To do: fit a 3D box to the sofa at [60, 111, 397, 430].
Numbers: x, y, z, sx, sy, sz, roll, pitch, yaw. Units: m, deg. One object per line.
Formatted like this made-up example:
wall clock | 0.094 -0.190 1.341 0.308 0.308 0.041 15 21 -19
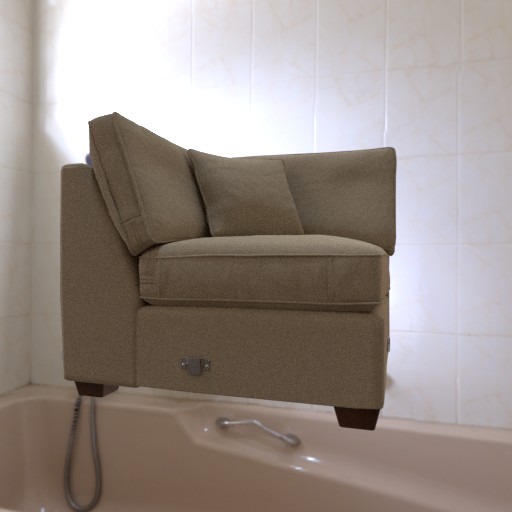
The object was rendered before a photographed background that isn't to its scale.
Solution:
sofa | 0.000 0.000 1.882 1.146 1.002 1.084 0 0 17
